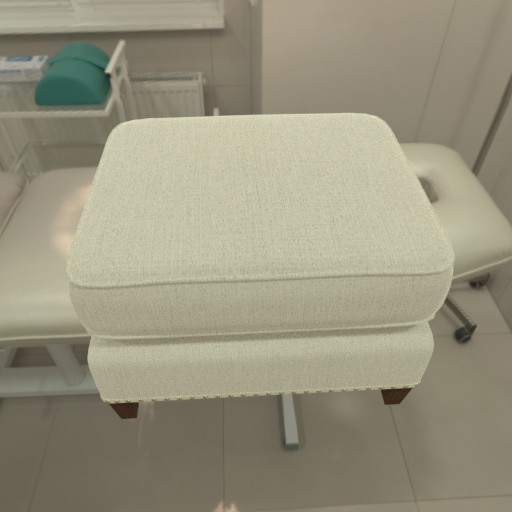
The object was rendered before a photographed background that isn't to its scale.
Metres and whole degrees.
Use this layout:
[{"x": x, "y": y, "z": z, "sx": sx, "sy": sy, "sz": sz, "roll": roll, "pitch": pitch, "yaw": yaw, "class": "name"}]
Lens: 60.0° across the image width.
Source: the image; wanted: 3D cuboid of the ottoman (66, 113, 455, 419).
[{"x": 0.000, "y": 0.000, "z": 1.099, "sx": 0.738, "sy": 0.537, "sz": 0.589, "roll": -2, "pitch": 45, "yaw": -2, "class": "ottoman"}]
